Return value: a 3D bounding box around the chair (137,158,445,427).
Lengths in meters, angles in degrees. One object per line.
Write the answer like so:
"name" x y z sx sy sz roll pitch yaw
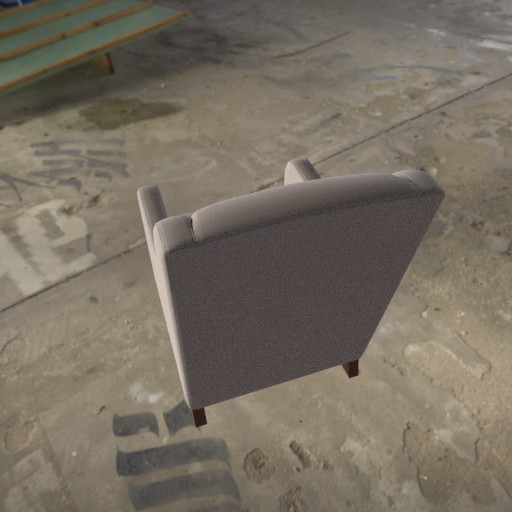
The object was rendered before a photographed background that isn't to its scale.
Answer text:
"chair" 0.000 0.000 1.615 0.715 1.010 0.863 -13 43 -14
